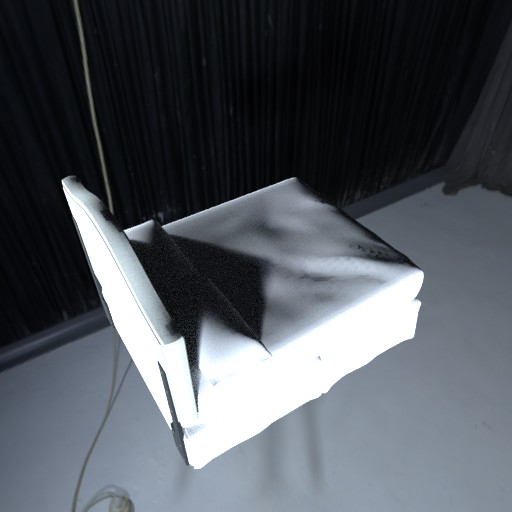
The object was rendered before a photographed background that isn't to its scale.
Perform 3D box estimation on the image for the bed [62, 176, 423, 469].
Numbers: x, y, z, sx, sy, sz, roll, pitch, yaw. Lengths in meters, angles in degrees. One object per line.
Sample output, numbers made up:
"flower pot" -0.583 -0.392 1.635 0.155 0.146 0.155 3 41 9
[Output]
"bed" 0.000 0.000 3.430 2.180 1.607 1.813 -24 47 -24
